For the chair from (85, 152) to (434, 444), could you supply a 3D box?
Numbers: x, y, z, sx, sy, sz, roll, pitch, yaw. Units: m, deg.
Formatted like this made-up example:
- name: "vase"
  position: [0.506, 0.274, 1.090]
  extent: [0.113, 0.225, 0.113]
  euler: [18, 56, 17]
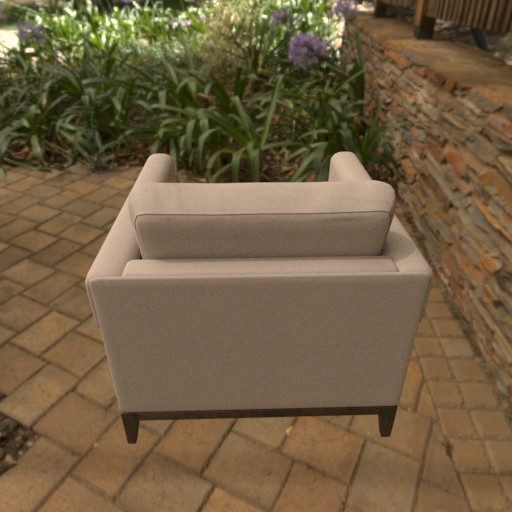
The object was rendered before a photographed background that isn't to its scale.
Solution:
- name: "chair"
  position: [0.000, 0.000, 1.649]
  extent: [0.914, 0.838, 0.959]
  euler: [-1, 32, -1]
